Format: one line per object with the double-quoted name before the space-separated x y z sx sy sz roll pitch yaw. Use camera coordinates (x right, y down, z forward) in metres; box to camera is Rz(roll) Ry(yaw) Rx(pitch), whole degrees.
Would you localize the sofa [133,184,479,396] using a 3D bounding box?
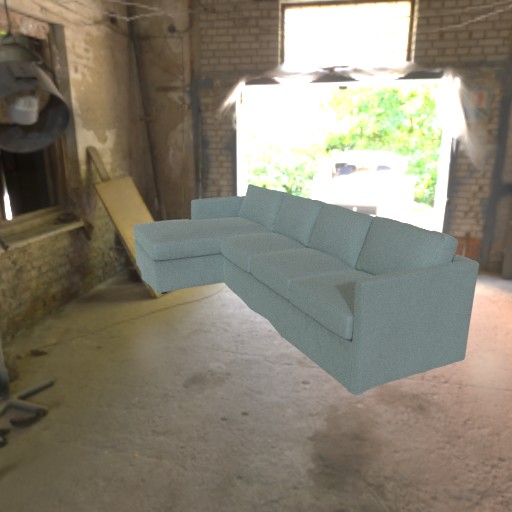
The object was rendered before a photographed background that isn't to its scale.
"sofa" 0.000 0.000 3.930 1.650 0.922 3.205 -8 18 -24
